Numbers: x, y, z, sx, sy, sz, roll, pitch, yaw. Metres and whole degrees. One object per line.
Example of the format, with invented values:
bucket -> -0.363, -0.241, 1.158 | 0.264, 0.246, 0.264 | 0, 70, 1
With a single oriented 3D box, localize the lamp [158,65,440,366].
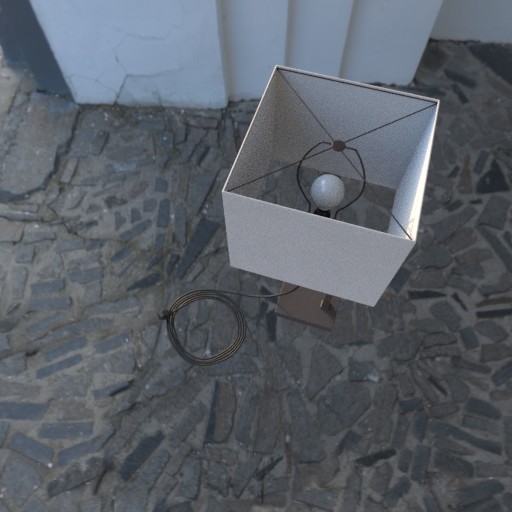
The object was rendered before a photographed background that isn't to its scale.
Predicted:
lamp -> 0.000, 0.000, 0.961 | 0.504, 0.660, 0.399 | 16, 64, 8
